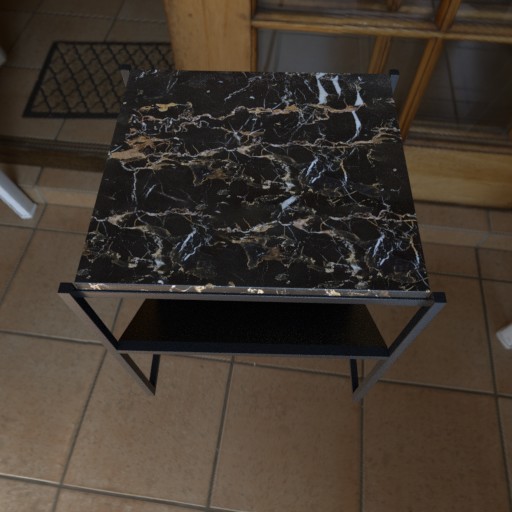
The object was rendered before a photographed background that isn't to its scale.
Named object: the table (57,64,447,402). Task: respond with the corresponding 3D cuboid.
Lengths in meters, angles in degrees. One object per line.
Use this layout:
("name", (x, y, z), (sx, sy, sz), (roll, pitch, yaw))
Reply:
("table", (0.000, 0.000, 0.870), (0.469, 0.534, 0.432), (1, 60, 1))
